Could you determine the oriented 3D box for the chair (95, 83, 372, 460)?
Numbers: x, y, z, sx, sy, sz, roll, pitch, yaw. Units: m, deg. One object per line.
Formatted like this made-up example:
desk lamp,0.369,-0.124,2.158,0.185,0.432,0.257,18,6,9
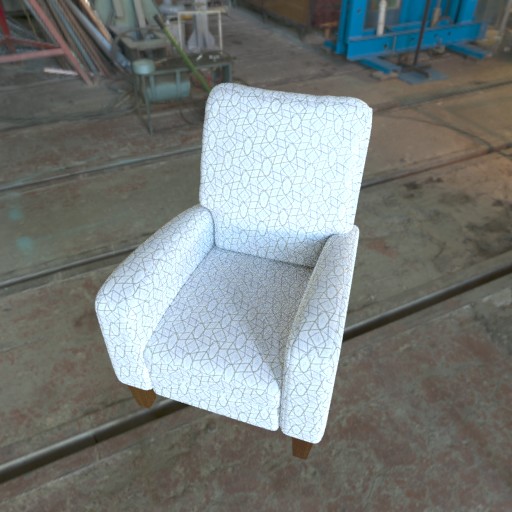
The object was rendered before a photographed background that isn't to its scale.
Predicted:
chair,0.000,0.000,1.727,0.796,1.064,0.995,12,41,14
